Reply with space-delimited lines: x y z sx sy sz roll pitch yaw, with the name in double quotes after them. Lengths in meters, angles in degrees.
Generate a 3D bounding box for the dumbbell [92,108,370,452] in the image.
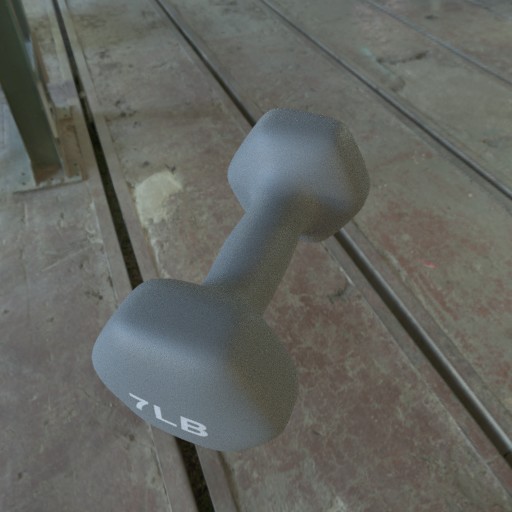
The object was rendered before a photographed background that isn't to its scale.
0.000 0.000 0.231 0.090 0.081 0.184 17 49 15 "dumbbell"
